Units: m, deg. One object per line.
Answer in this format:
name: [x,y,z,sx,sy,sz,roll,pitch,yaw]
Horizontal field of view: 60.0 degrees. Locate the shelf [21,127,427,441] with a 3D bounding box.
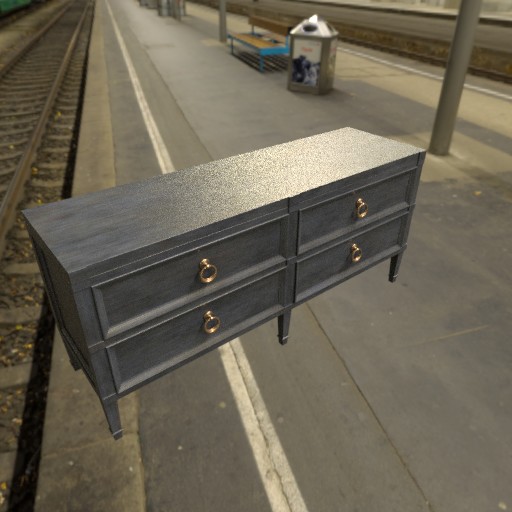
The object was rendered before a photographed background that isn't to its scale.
shelf: [0.000,0.000,1.890,1.575,0.719,0.479,-22,38,-32]
